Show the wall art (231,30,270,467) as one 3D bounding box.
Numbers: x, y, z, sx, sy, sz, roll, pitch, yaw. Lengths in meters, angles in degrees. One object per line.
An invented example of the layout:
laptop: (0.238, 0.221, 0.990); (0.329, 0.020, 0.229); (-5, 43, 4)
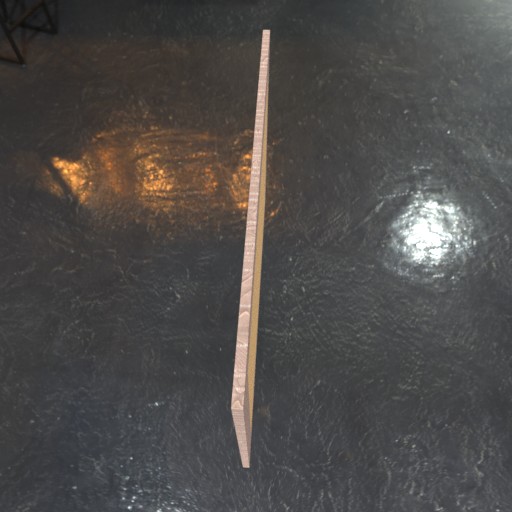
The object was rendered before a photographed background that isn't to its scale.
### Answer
wall art: (0.000, 0.000, 1.314); (0.020, 0.761, 1.056); (3, 58, 2)
